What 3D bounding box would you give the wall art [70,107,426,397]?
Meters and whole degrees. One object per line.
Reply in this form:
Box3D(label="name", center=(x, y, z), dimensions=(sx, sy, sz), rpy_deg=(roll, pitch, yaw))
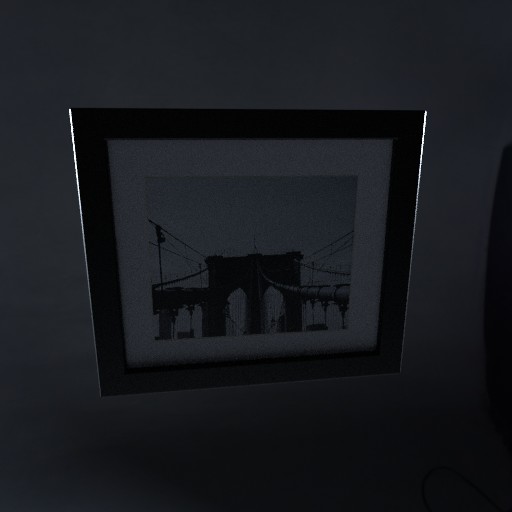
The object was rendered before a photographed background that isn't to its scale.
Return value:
Box3D(label="wall art", center=(0.000, 0.000, 0.526), dimensions=(0.380, 0.330, 0.028), rpy_deg=(-2, 16, -8))
